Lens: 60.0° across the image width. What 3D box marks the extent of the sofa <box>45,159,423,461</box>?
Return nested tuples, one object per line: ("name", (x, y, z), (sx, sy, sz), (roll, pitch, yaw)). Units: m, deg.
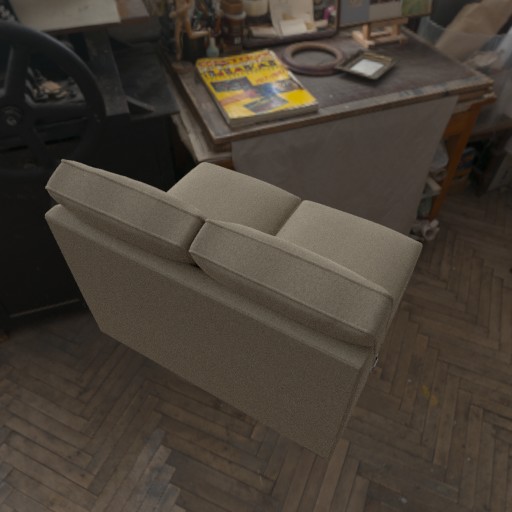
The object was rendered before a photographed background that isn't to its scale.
("sofa", (0.000, 0.000, 1.906), (1.237, 1.008, 0.951), (23, 52, 20))
